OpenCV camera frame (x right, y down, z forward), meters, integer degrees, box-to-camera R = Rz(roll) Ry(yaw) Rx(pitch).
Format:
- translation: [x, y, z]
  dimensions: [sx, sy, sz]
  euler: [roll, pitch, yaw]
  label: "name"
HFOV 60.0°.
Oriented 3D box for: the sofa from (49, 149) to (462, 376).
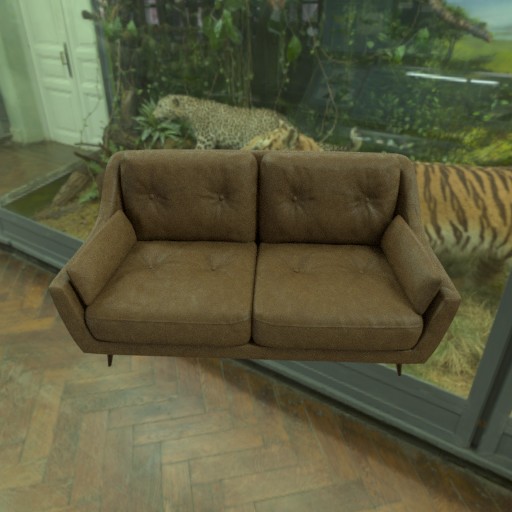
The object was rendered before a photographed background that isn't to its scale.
- translation: [0.000, 0.000, 2.275]
  dimensions: [1.731, 0.886, 0.981]
  euler: [1, 30, 2]
  label: "sofa"
